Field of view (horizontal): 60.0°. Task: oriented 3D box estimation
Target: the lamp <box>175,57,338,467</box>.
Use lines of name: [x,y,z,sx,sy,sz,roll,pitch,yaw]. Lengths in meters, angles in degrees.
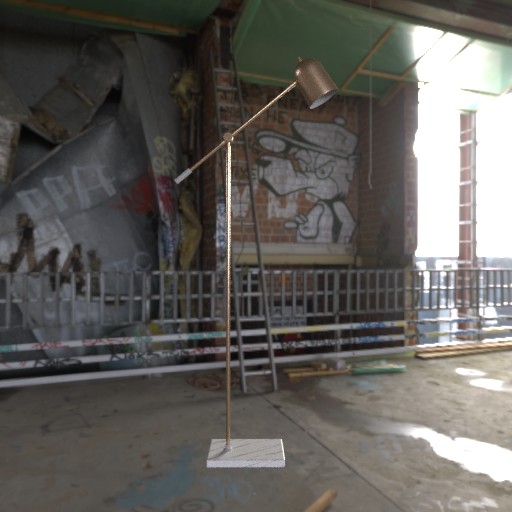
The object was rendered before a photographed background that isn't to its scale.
lamp: [0.000,0.000,1.771,0.653,1.594,0.194,0,0,0]
